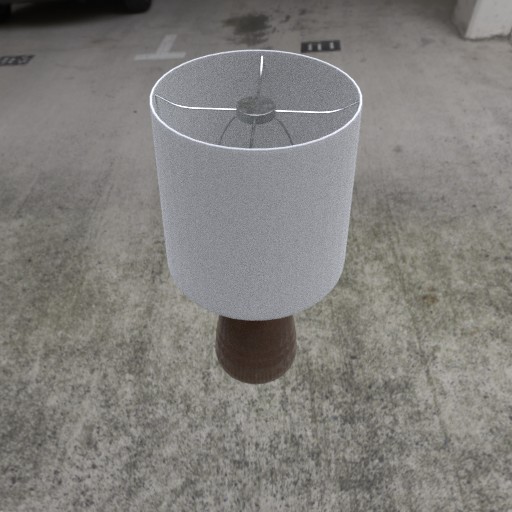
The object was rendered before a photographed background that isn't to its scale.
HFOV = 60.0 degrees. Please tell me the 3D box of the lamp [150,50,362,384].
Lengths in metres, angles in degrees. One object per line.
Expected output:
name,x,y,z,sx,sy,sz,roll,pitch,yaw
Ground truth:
lamp,0.000,0.000,0.478,0.186,0.369,0.186,0,46,0
